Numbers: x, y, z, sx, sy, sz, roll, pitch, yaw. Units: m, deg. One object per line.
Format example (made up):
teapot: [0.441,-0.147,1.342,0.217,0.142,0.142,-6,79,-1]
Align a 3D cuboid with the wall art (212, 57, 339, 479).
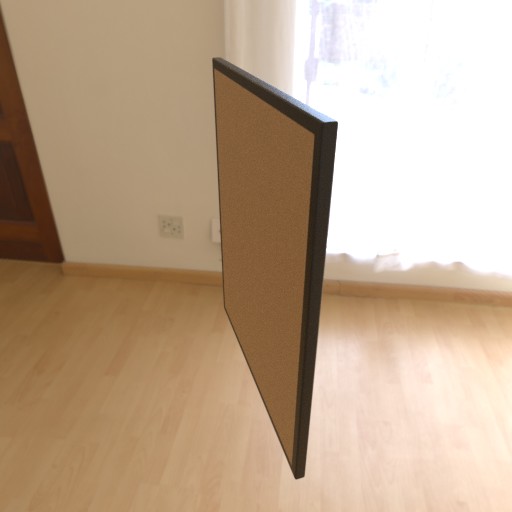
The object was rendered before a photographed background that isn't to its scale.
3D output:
wall art: [0.000,0.000,0.776,0.018,0.582,0.481,-9,33,-15]
